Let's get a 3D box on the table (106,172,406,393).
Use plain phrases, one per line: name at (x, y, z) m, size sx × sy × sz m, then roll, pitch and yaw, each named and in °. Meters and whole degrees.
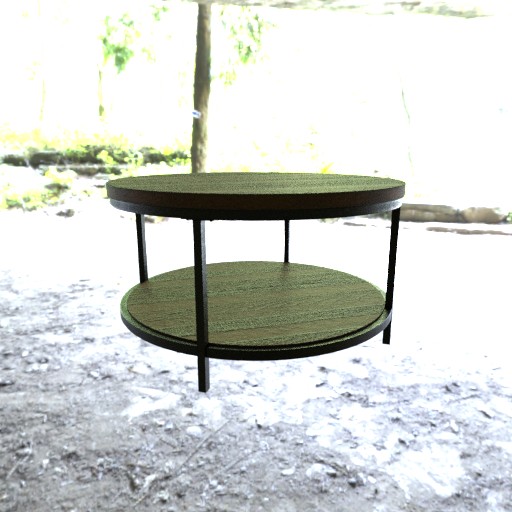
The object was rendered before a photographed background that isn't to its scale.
table at (0.000, 0.000, 1.355) m, size 0.837 × 0.462 × 0.837 m, roll 0°, pitch 14°, yaw 0°
